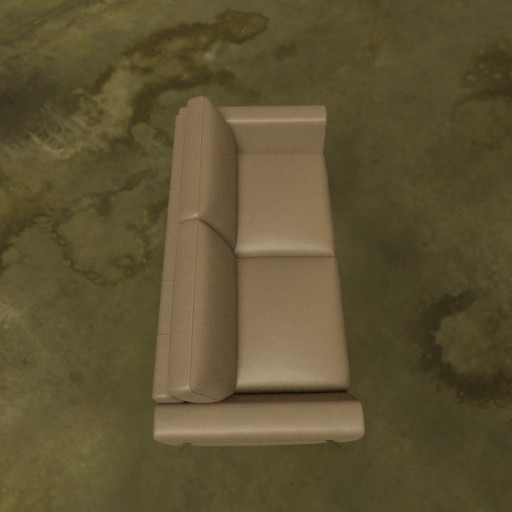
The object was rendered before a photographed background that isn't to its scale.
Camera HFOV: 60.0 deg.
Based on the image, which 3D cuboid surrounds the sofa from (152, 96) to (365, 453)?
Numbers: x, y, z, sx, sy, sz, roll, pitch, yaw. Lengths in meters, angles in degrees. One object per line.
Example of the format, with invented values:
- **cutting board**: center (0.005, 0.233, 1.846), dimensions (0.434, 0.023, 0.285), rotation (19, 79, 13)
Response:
- **sofa**: center (0.000, 0.000, 2.564), dimensions (0.953, 0.875, 2.017), rotation (-1, 63, 0)
